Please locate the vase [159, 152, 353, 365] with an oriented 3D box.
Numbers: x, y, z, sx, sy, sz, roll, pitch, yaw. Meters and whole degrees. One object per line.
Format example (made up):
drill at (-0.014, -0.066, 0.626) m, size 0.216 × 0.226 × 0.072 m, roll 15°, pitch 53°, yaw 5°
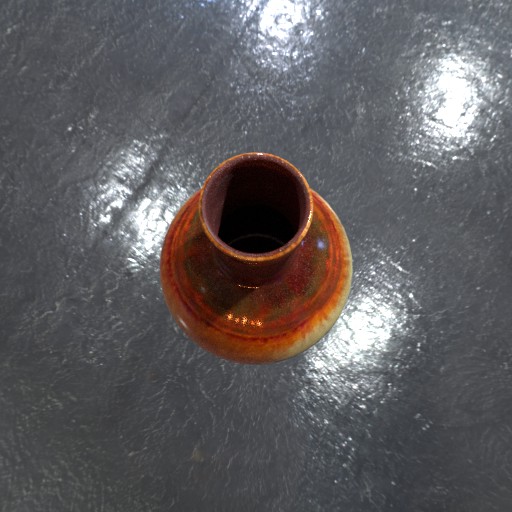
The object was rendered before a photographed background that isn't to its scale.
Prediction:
vase at (0.000, 0.000, 0.232) m, size 0.111 × 0.154 × 0.111 m, roll 0°, pitch 76°, yaw 0°
